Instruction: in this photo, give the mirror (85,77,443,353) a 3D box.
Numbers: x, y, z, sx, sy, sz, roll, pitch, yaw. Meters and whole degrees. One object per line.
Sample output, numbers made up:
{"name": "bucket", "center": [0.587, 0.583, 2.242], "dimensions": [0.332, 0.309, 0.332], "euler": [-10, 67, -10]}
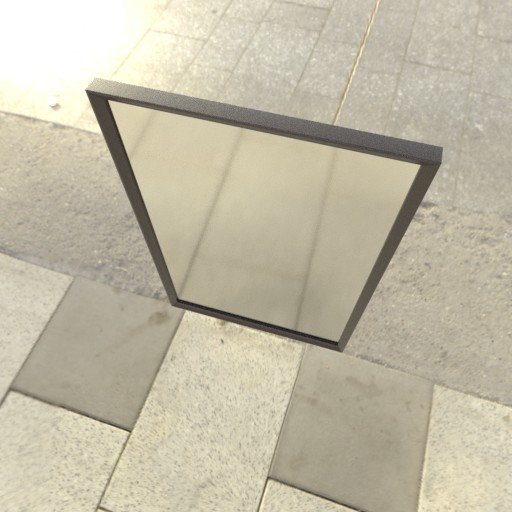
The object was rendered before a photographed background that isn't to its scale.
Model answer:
{"name": "mirror", "center": [0.000, 0.000, 1.132], "dimensions": [0.609, 0.915, 0.041], "euler": [14, 60, 8]}
